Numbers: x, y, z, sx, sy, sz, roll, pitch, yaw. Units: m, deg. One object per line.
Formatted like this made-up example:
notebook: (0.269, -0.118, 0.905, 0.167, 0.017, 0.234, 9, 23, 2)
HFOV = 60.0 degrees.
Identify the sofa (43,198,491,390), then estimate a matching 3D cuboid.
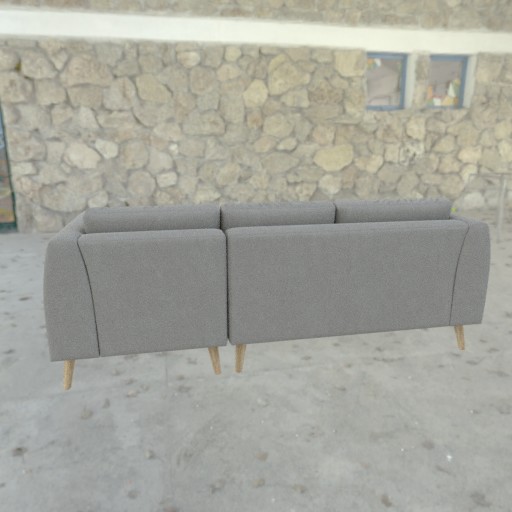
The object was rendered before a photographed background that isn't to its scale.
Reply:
sofa: (0.000, 0.000, 2.947, 2.300, 0.860, 1.580, -3, 15, -11)
